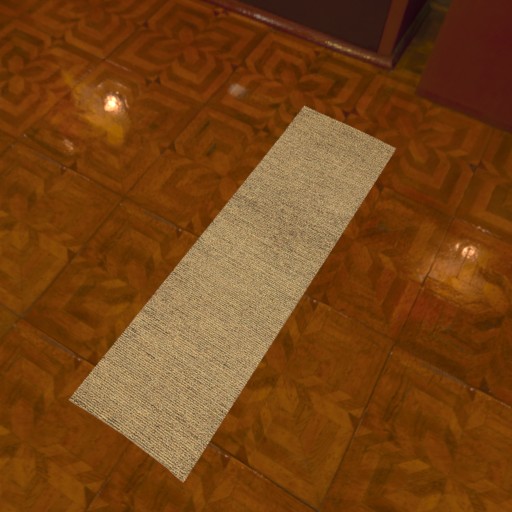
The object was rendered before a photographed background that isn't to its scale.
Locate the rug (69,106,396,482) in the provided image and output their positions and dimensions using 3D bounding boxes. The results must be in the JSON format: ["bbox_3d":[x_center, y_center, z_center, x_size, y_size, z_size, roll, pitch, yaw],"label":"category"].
[{"bbox_3d":[0.000,0.000,2.544,0.697,0.013,2.335,30,67,14],"label":"rug"}]
